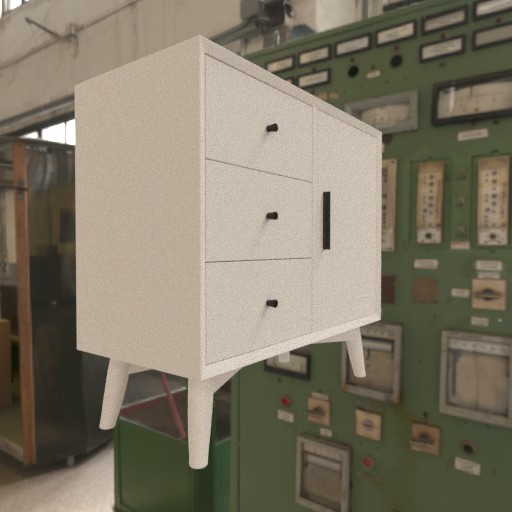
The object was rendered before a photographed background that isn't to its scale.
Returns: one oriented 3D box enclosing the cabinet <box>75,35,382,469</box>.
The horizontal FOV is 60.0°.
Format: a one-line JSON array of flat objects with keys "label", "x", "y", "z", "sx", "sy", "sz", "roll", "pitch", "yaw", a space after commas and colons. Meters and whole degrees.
[{"label": "cabinet", "x": 0.000, "y": 0.000, "z": 1.182, "sx": 0.398, "sy": 0.761, "sz": 0.800, "roll": 1, "pitch": 2, "yaw": 37}]
